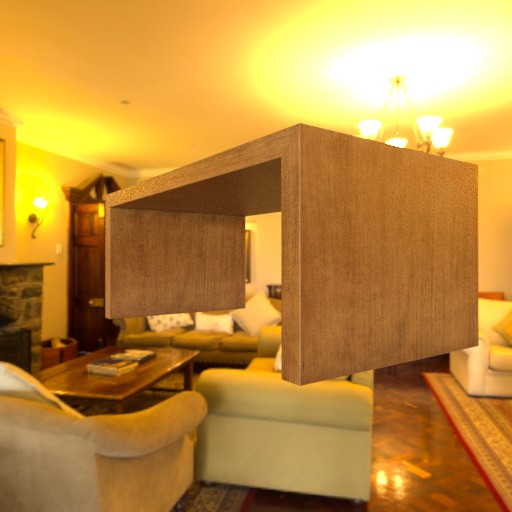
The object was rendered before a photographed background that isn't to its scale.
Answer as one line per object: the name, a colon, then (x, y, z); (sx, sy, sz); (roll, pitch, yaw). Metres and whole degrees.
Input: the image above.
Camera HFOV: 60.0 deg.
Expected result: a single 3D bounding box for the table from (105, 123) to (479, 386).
table: (0.000, 0.000, 1.269); (0.549, 0.419, 1.000); (0, 0, -36)
